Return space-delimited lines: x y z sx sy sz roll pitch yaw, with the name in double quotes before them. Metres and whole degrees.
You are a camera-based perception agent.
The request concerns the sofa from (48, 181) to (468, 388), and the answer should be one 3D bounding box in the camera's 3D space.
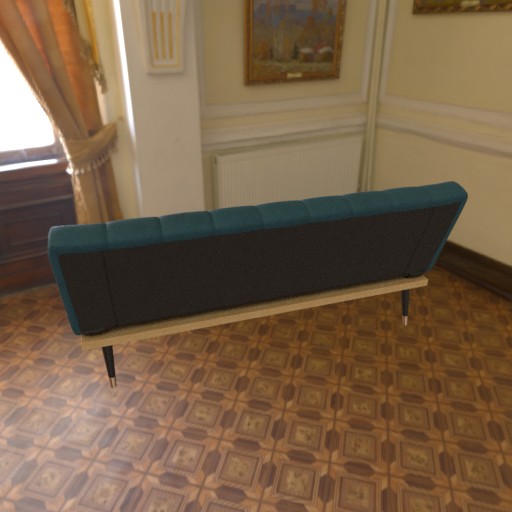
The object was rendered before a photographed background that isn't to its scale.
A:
"sofa" 0.000 0.000 2.310 1.810 0.825 0.830 -8 28 -16
